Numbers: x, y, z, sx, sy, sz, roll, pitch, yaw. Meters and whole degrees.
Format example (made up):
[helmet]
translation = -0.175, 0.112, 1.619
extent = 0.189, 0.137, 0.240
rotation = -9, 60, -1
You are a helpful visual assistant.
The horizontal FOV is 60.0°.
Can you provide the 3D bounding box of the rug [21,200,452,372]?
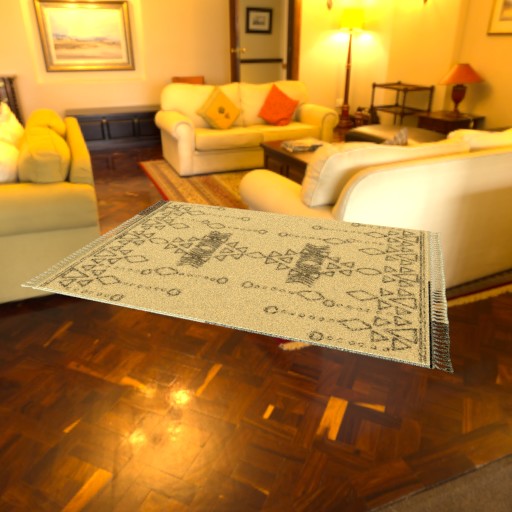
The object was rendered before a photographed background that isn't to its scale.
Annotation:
[rug]
translation = 0.000, 0.000, 2.895
extent = 2.312, 0.013, 1.600
rotation = 8, 27, 17
